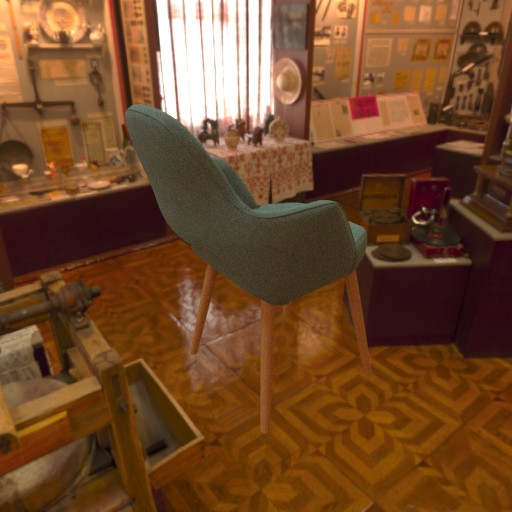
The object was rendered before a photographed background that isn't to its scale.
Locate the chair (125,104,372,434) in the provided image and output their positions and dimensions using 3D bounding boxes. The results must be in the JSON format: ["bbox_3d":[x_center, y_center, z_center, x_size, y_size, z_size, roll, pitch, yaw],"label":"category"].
[{"bbox_3d":[0.000,0.000,1.352,0.666,0.920,0.589,-17,31,-31],"label":"chair"}]
